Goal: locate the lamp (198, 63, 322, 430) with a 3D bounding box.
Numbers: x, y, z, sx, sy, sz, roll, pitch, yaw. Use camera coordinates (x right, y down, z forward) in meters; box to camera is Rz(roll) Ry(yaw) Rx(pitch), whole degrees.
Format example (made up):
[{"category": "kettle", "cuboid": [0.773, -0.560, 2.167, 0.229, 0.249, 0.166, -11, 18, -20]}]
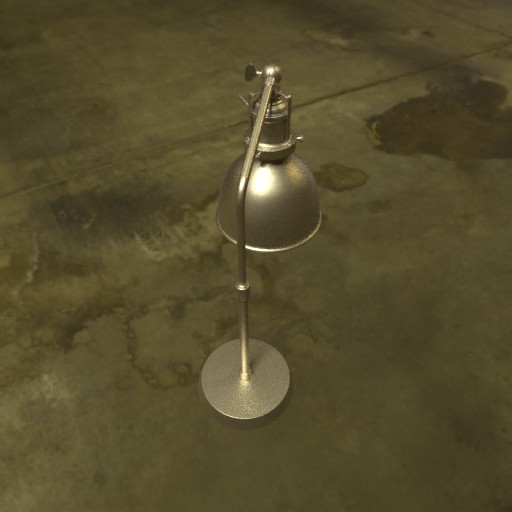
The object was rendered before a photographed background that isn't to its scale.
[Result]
[{"category": "lamp", "cuboid": [0.000, 0.000, 0.592, 0.153, 0.456, 0.286, 10, 47, 10]}]
